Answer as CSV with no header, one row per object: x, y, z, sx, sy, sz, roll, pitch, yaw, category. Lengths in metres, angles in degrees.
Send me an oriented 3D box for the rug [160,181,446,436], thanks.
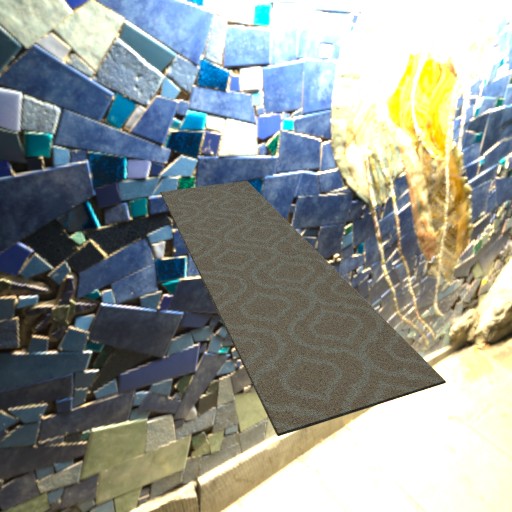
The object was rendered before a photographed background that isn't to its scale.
0.000,0.000,2.497,0.691,0.013,2.289,-10,32,-17,rug
